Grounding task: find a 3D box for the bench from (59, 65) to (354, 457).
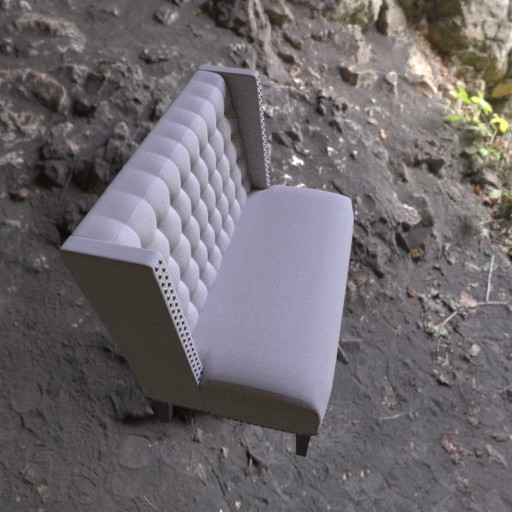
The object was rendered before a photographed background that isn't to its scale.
[{"bbox_3d":[0.000,0.000,1.991,0.847,1.123,1.280,10,47,9],"label":"bench"}]
